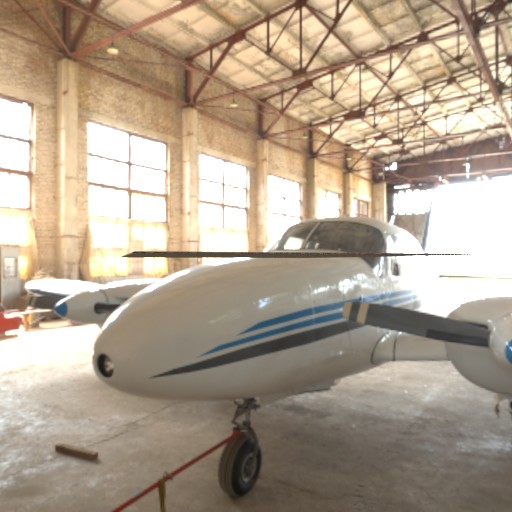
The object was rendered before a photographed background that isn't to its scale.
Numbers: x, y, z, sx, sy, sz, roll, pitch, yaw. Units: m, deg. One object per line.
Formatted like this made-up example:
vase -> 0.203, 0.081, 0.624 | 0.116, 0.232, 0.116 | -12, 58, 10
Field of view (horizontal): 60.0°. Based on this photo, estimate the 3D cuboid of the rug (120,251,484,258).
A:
rug -> 0.000, 0.000, 4.019 | 2.312, 0.013, 2.940 | 0, -1, -18
